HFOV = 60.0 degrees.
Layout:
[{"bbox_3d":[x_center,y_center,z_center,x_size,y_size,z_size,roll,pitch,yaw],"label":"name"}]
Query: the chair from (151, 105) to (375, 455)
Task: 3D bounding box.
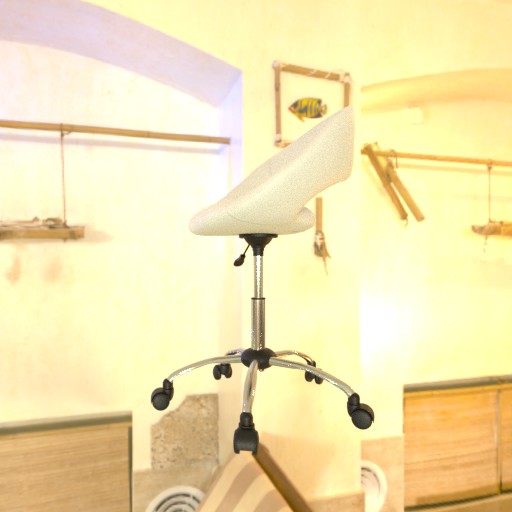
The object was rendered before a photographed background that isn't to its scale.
[{"bbox_3d":[0.000,0.000,1.180,0.538,0.791,0.612,0,0,-19],"label":"chair"}]
